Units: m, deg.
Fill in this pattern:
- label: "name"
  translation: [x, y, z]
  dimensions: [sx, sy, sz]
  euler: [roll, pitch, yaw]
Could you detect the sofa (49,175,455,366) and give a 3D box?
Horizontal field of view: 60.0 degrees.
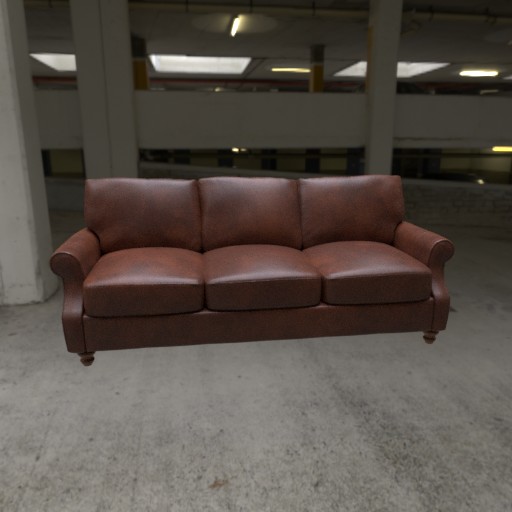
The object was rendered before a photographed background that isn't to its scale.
- label: "sofa"
  translation: [0.000, 0.000, 2.869]
  dimensions: [2.351, 0.977, 0.973]
  euler: [-2, 15, -8]
